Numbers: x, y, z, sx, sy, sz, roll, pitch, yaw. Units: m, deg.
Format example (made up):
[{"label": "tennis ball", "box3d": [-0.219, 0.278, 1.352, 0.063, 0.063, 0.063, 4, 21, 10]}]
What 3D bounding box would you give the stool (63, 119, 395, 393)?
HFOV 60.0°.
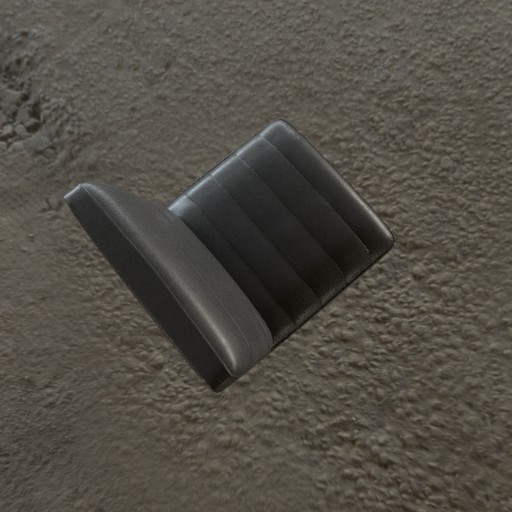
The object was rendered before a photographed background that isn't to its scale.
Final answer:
[{"label": "stool", "box3d": [0.000, 0.000, 1.231, 0.552, 0.938, 0.457, -39, 79, -9]}]
